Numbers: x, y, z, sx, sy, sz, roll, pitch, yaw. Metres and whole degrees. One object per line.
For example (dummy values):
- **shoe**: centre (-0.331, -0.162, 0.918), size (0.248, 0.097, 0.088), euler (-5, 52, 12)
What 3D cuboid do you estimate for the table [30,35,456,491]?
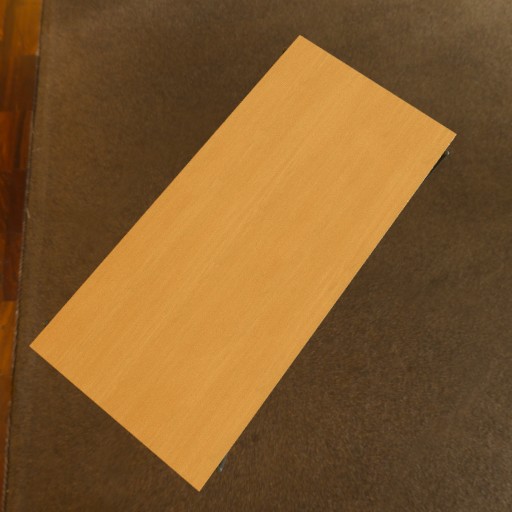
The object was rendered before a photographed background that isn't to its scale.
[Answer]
- **table**: centre (0.000, 0.000, 2.208), size (0.900, 0.758, 1.800), euler (36, 79, 9)
